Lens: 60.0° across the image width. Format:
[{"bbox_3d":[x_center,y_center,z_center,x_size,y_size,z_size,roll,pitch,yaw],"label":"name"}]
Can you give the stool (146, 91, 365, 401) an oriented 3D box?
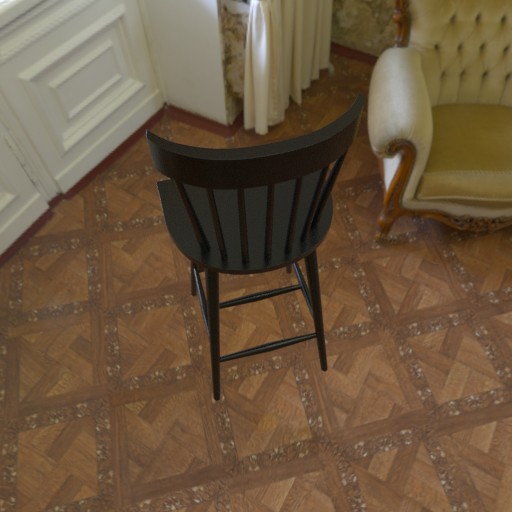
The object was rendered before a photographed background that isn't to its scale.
[{"bbox_3d":[0.000,0.000,1.345,0.482,1.092,0.483,-13,58,-8],"label":"stool"}]
